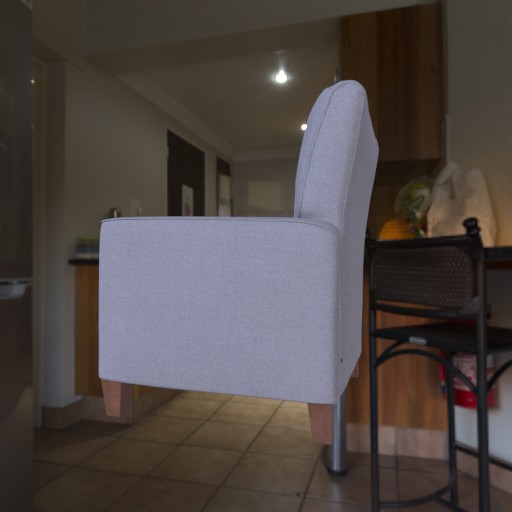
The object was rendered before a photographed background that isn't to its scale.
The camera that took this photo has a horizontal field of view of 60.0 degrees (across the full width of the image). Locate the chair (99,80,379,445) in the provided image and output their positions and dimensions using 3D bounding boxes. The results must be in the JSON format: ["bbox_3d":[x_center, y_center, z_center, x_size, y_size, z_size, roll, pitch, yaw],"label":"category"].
[{"bbox_3d":[0.000,0.000,1.657,0.859,1.023,0.845,0,0,18],"label":"chair"}]
